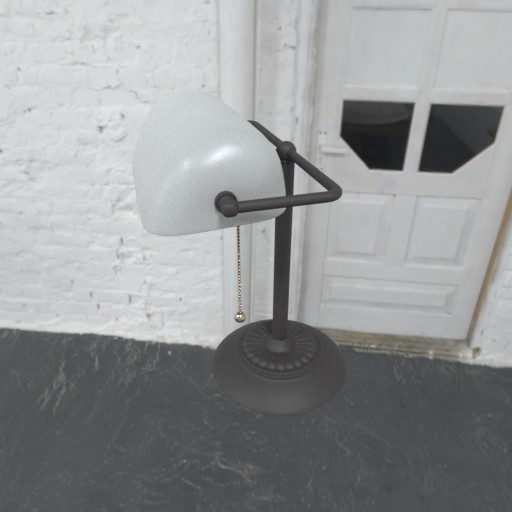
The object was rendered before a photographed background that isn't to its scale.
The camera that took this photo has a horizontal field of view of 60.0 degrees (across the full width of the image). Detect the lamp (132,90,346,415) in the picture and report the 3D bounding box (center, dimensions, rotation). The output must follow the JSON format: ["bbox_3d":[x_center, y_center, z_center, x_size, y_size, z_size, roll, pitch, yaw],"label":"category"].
[{"bbox_3d":[0.000,0.000,0.505,0.243,0.339,0.264,-8,31,-14],"label":"lamp"}]
